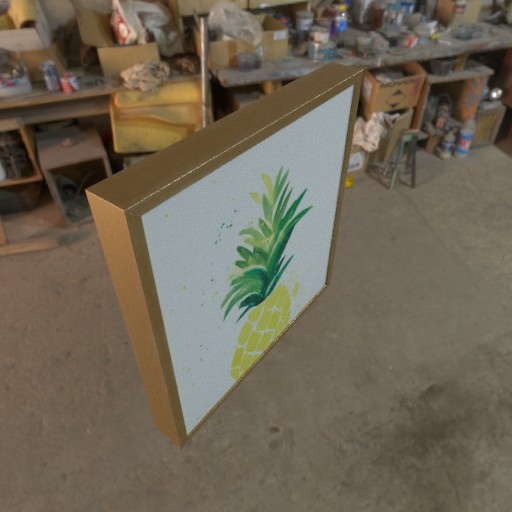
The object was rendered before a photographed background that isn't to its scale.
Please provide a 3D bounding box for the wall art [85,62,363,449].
[{"bbox_3d":[0.000,0.000,0.462,0.038,0.305,0.306,27,48,27],"label":"wall art"}]
